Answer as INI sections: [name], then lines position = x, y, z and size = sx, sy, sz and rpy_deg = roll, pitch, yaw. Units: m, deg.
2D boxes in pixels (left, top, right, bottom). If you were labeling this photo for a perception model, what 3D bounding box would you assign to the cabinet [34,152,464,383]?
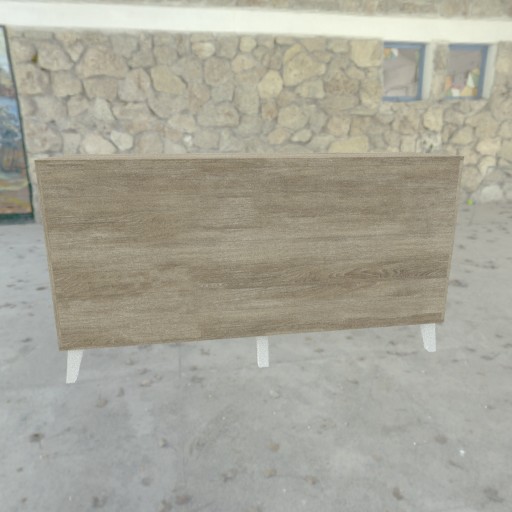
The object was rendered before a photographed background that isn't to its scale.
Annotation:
[cabinet]
position = 0.000, 0.000, 1.960
size = 1.600, 0.870, 0.450
rpy_deg = -3, 16, -9
